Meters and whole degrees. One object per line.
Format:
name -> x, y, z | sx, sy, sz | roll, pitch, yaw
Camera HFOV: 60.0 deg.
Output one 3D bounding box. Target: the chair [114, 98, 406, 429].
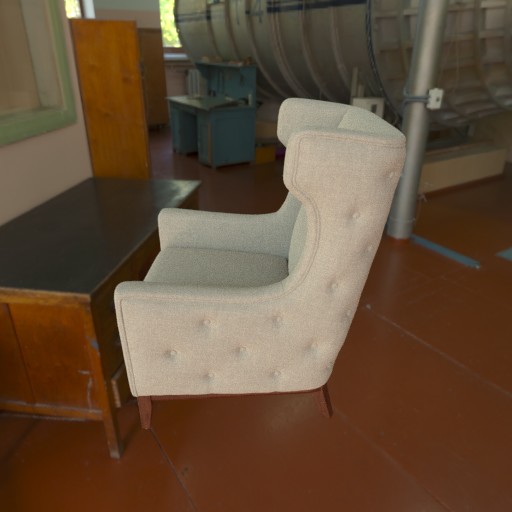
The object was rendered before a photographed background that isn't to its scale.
chair -> 0.000, 0.000, 1.699 | 0.899, 1.079, 0.778 | 0, 26, 1
